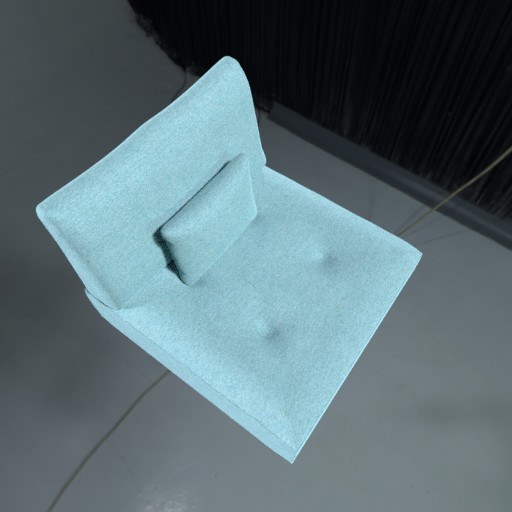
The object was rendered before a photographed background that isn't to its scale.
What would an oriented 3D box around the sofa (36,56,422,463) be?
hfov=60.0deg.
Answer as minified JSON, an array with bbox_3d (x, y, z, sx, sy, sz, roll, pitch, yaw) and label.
[{"bbox_3d":[0.000,0.000,1.653,1.000,0.820,0.930,32,63,18],"label":"sofa"}]
